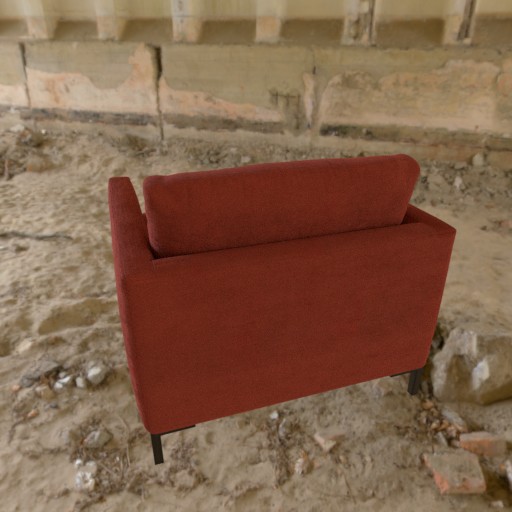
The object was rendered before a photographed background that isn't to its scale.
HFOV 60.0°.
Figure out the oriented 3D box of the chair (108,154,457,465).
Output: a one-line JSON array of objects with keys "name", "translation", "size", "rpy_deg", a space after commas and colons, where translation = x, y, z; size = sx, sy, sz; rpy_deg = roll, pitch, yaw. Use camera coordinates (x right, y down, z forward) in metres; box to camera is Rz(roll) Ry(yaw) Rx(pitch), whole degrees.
[{"name": "chair", "translation": [0.000, 0.000, 1.591], "size": [0.964, 0.812, 0.875], "rpy_deg": [-8, 28, -16]}]
